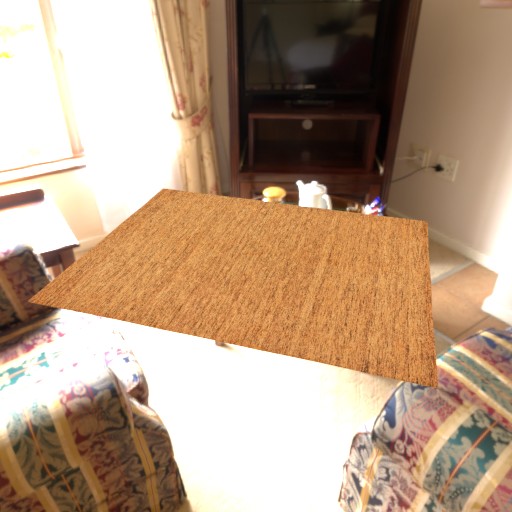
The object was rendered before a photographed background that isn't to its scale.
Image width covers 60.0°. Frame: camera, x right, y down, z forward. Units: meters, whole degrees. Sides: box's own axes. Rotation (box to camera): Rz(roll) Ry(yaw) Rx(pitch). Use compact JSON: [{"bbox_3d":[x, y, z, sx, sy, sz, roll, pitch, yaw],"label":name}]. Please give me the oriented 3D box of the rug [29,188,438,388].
[{"bbox_3d":[0.000,0.000,4.263,3.200,0.012,2.438,9,33,14],"label":"rug"}]
